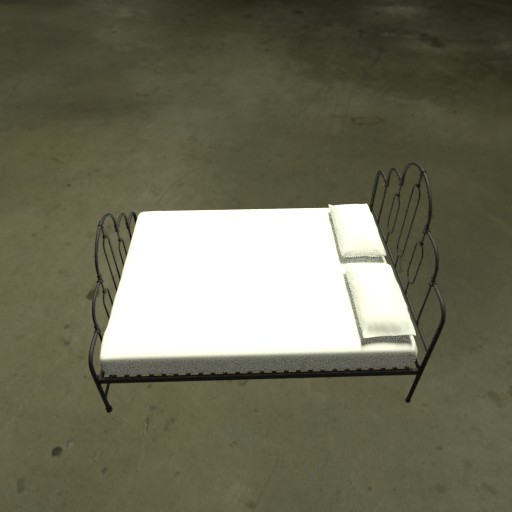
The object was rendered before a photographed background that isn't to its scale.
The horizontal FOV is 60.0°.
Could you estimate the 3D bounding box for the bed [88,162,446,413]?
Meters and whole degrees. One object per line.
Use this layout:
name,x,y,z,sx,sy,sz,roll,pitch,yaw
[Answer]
bed,0.000,0.000,3.269,2.163,1.429,1.640,-1,42,-1
